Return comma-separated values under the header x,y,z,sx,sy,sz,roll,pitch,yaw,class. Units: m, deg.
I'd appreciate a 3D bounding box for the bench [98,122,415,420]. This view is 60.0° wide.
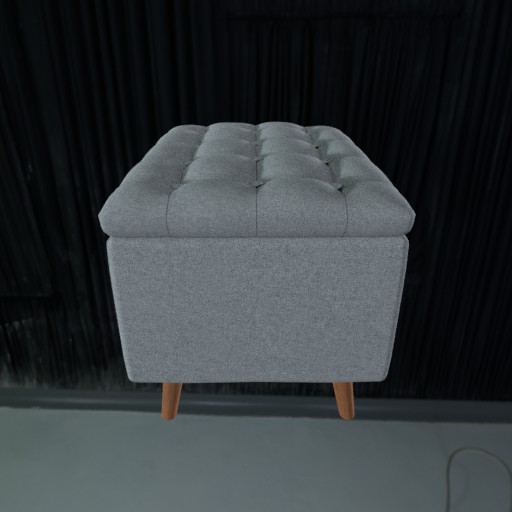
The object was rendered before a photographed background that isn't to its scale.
x,y,z,sx,sy,sz,roll,pitch,yaw,class
0.000,0.000,0.909,0.417,0.469,0.572,0,26,0,bench
